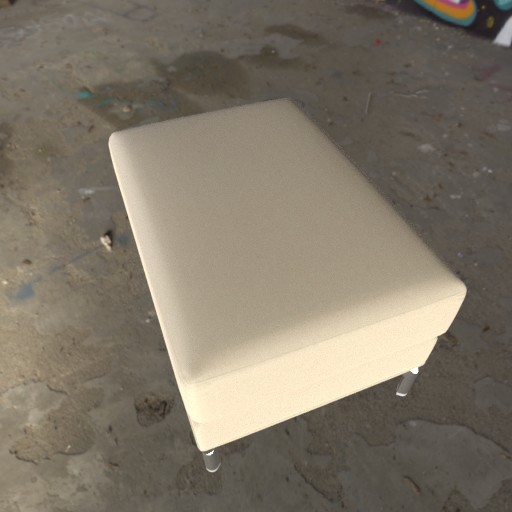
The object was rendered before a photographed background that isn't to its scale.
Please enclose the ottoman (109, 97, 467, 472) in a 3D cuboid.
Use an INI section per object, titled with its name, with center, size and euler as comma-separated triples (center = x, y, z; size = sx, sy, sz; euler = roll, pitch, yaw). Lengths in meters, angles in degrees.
[ottoman]
center = 0.000, 0.000, 1.189
size = 0.581, 0.497, 0.835
euler = -16, 49, -14
